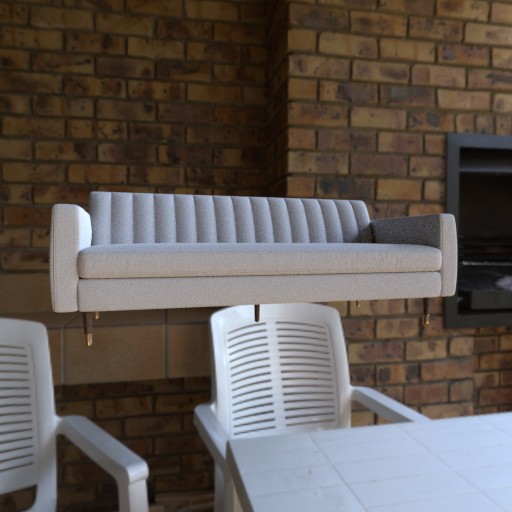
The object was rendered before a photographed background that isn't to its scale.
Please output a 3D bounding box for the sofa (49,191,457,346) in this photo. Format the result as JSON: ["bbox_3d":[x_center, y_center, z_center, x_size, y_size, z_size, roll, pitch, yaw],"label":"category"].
[{"bbox_3d":[0.000,0.000,2.761,2.291,0.821,0.990,0,1,-17],"label":"sofa"}]
